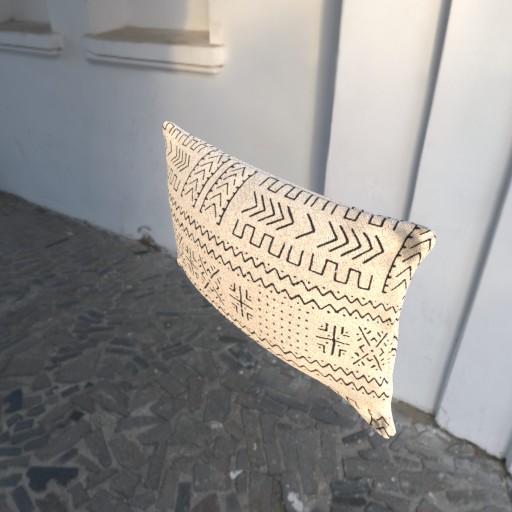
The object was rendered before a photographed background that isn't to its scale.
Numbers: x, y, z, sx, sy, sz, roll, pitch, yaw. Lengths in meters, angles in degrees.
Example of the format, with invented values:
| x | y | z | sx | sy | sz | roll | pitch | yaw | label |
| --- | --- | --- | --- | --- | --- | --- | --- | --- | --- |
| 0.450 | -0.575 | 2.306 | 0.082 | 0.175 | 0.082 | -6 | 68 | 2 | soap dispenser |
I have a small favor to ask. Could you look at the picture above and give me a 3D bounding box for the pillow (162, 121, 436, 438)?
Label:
| x | y | z | sx | sy | sz | roll | pitch | yaw | label |
| --- | --- | --- | --- | --- | --- | --- | --- | --- | --- |
| 0.000 | 0.000 | 0.783 | 0.188 | 0.352 | 0.637 | -22 | 37 | -32 | pillow |
